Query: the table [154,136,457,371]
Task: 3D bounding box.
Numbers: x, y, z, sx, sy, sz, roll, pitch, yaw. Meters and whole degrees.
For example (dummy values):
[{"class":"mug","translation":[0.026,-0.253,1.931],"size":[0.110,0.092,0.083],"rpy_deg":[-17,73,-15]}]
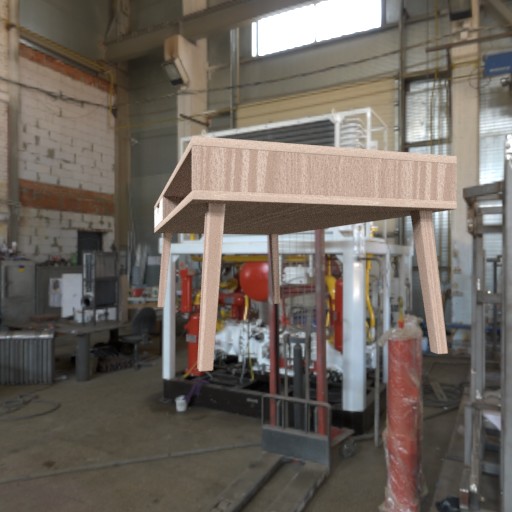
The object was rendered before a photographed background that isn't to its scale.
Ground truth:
[{"class":"table","translation":[0.000,0.000,1.496],"size":[0.600,0.450,1.200],"rpy_deg":[0,0,-16]}]
